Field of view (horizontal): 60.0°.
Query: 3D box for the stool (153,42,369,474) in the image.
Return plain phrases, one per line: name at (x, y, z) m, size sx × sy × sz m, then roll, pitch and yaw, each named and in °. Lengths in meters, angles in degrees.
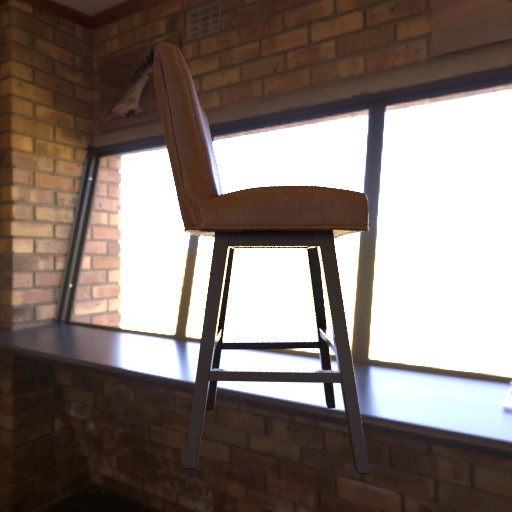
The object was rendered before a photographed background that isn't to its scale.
stool at (0.000, 0.000, 1.368) m, size 0.585 × 1.094 × 0.522 m, roll 0°, pitch 0°, yaw 0°
